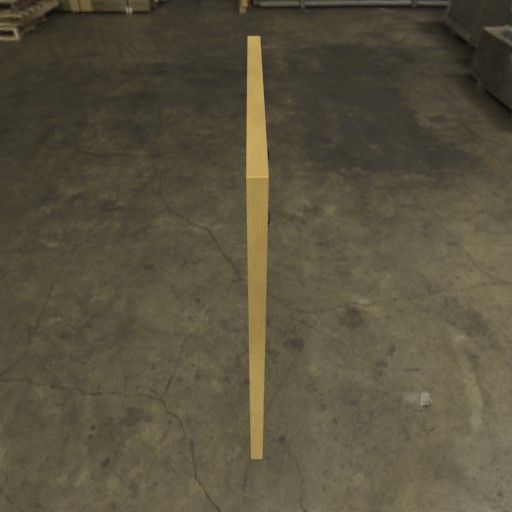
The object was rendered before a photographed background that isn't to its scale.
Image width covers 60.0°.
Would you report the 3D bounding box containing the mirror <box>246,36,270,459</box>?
[{"bbox_3d":[0.000,0.000,1.328,0.040,1.016,0.762,0,42,0],"label":"mirror"}]
